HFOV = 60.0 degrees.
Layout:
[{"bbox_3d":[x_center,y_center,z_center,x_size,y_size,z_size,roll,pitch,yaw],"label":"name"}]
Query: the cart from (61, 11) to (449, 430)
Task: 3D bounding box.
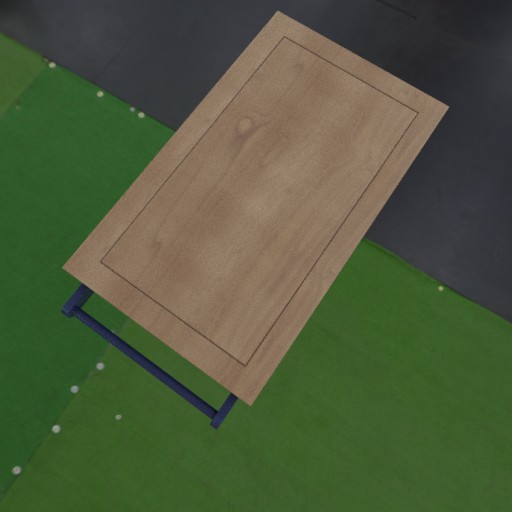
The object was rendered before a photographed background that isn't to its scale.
[{"bbox_3d":[0.000,0.000,1.351,0.459,0.901,0.840,34,77,9],"label":"cart"}]
